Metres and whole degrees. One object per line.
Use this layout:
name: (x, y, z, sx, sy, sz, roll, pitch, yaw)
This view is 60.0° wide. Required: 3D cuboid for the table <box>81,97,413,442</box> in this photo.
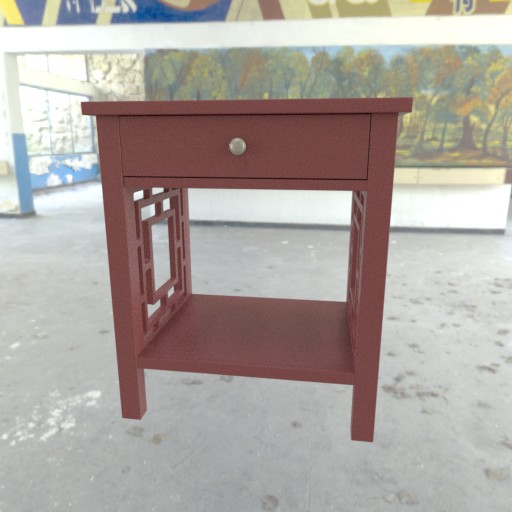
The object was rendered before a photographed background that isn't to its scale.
table: (0.000, 0.000, 1.079, 0.599, 0.686, 0.451, 2, 15, 8)
